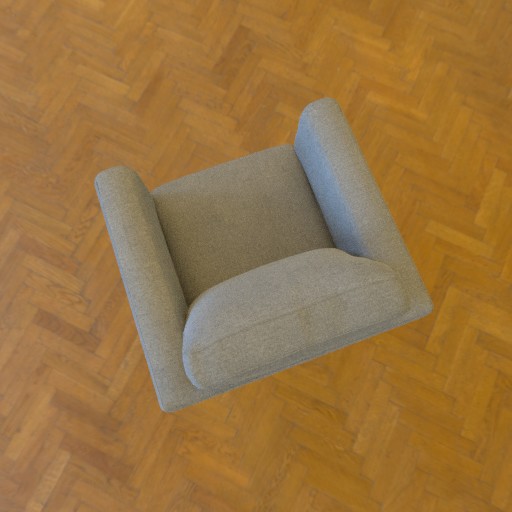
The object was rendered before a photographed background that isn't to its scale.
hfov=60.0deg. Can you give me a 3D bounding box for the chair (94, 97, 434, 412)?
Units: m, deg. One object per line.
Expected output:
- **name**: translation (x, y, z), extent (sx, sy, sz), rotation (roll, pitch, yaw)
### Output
- **chair**: translation (0.000, 0.000, 1.581), extent (0.855, 0.927, 0.800), rotation (-20, 77, -5)
